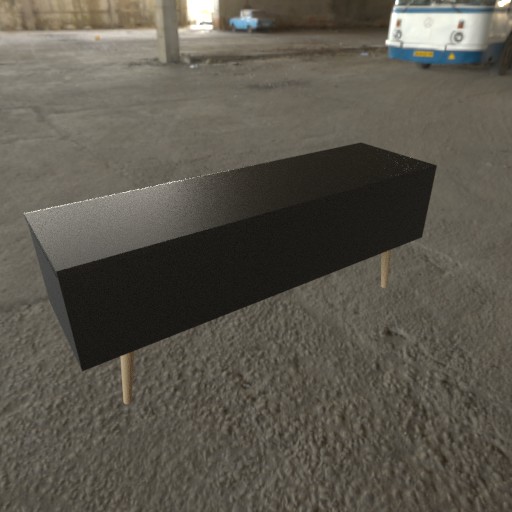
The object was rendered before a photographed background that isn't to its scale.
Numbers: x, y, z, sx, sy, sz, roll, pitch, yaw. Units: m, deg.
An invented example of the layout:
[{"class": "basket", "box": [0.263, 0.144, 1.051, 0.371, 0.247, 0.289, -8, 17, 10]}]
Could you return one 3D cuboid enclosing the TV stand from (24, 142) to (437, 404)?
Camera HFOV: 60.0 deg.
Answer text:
[{"class": "TV stand", "box": [0.000, 0.000, 1.546, 1.312, 0.518, 0.390, -18, 34, -29]}]
